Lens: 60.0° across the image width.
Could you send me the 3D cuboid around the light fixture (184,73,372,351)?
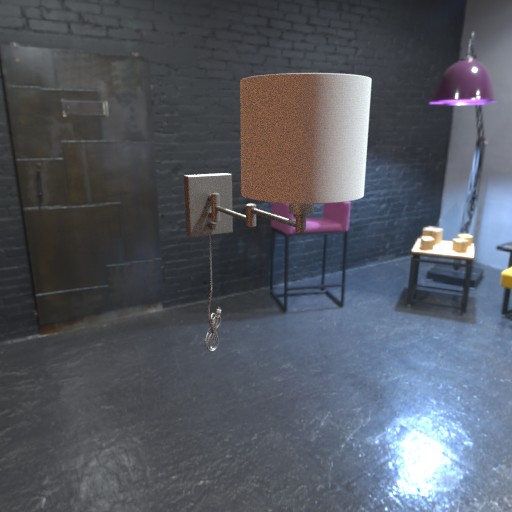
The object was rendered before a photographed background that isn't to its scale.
[{"bbox_3d":[0.000,0.000,0.917,0.203,0.651,0.516,-9,18,-28],"label":"light fixture"}]
